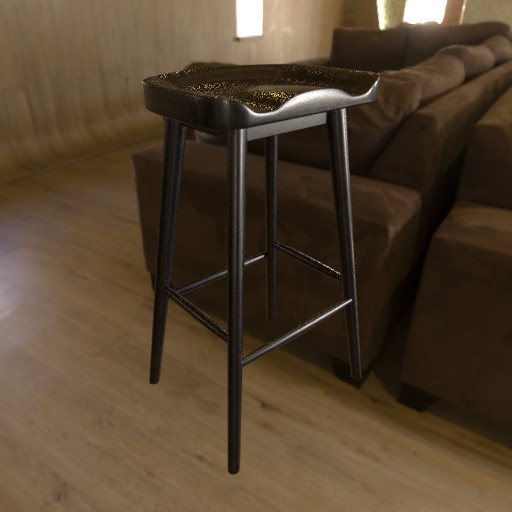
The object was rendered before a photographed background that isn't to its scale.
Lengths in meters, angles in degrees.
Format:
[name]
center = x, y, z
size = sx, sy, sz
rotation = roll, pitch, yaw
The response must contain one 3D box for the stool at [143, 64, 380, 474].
[stool]
center = 0.000, 0.000, 0.985
size = 0.440, 0.749, 0.361
rotation = -23, 37, -35
